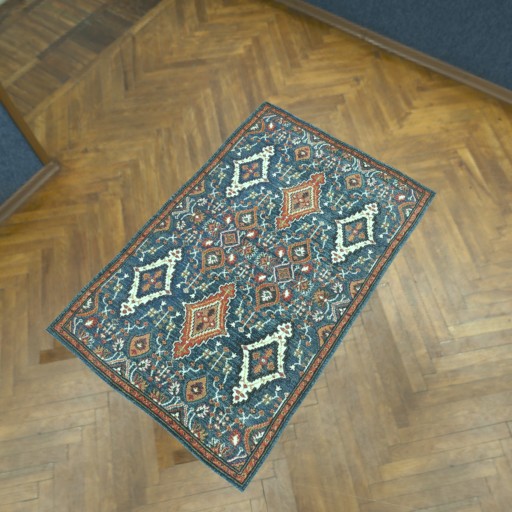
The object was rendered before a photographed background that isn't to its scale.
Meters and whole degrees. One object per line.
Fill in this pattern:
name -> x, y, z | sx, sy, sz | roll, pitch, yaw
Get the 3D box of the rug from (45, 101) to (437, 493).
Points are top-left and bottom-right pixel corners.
rug -> 0.000, 0.000, 2.307 | 1.195, 0.014, 1.847 | 33, 68, 15
